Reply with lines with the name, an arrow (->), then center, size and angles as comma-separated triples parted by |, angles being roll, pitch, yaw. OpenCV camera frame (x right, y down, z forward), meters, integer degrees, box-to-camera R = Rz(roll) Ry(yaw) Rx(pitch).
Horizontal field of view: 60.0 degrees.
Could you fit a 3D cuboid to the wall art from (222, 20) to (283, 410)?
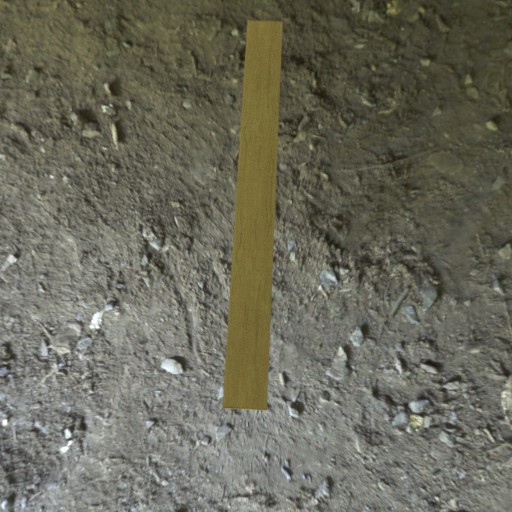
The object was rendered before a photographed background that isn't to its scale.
wall art -> 0.000, 0.000, 0.518 | 0.030, 0.380, 0.312 | 3, 75, 1
